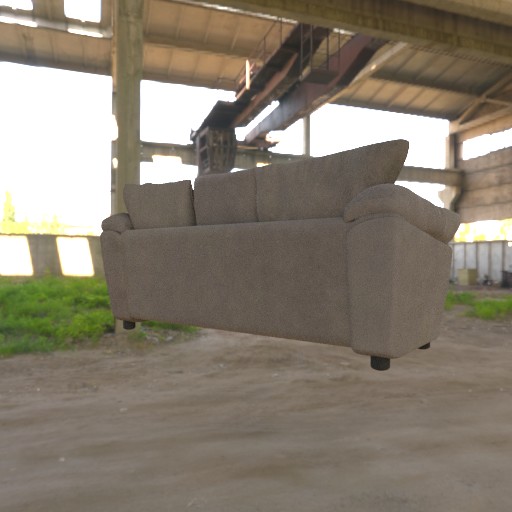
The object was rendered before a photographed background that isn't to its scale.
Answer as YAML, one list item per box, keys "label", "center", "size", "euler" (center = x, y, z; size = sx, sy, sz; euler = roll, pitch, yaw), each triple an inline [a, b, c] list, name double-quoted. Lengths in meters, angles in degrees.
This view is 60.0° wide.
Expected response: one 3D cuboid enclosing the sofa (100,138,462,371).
- label: "sofa"
  center: [0.000, 0.000, 2.899]
  size: [2.336, 1.073, 0.878]
  euler: [0, 0, 38]
